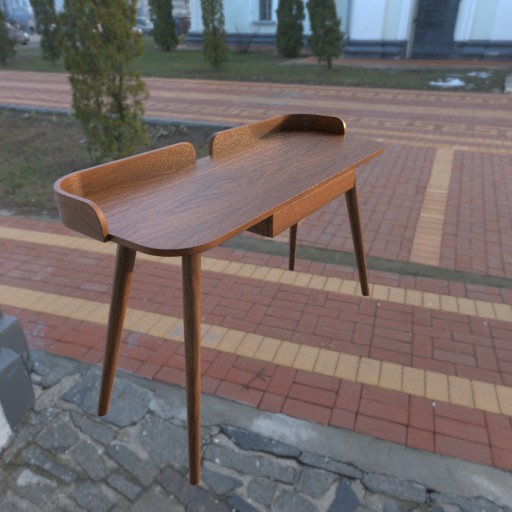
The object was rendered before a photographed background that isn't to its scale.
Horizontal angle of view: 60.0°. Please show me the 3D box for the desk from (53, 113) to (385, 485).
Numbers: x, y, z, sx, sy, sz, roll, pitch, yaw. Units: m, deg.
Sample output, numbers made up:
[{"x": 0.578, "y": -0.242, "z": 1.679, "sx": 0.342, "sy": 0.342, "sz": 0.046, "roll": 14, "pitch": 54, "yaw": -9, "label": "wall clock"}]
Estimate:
[{"x": 0.000, "y": 0.000, "z": 1.628, "sx": 0.486, "sy": 0.800, "sz": 1.256, "roll": 19, "pitch": 33, "yaw": 31, "label": "desk"}]
